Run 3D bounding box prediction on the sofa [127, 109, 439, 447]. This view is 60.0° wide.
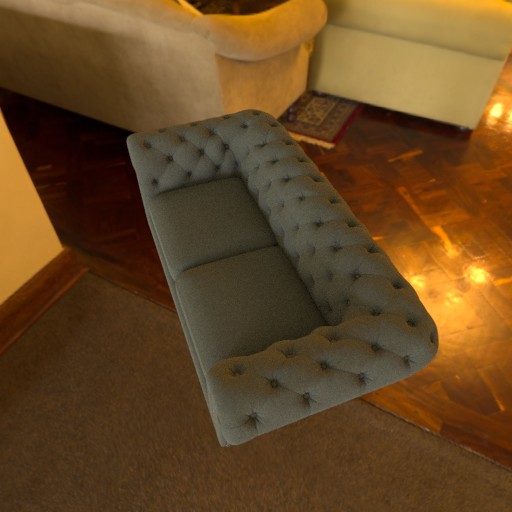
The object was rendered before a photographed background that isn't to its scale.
[{"bbox_3d":[0.000,0.000,2.461,0.986,0.764,1.998,-16,49,-14],"label":"sofa"}]
